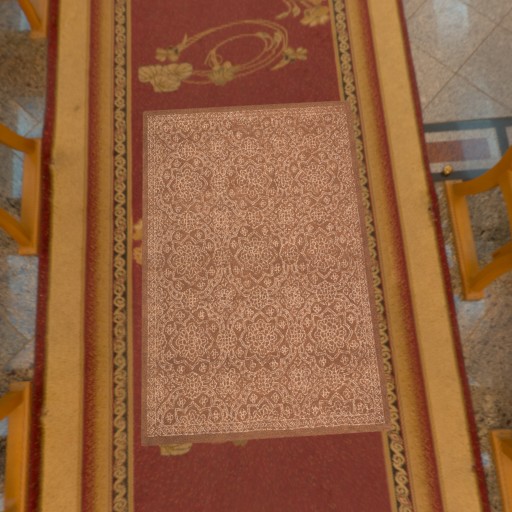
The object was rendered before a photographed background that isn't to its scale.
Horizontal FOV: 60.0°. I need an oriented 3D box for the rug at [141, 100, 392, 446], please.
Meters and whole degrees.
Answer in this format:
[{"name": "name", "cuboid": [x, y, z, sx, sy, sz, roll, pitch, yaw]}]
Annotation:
[{"name": "rug", "cuboid": [0.000, 0.000, 2.971, 1.524, 0.011, 2.286, -3, 75, -1]}]
